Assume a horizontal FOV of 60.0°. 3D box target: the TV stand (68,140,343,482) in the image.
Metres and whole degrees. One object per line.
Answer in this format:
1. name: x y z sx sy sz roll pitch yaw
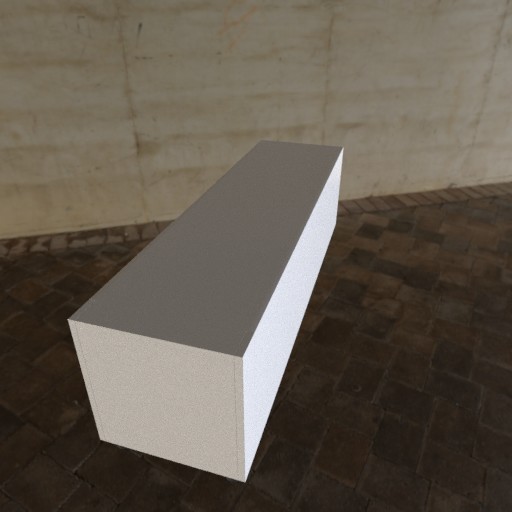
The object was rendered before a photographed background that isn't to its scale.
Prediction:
1. TV stand: 0.000 0.000 1.661 0.410 0.440 1.500 9 31 15
